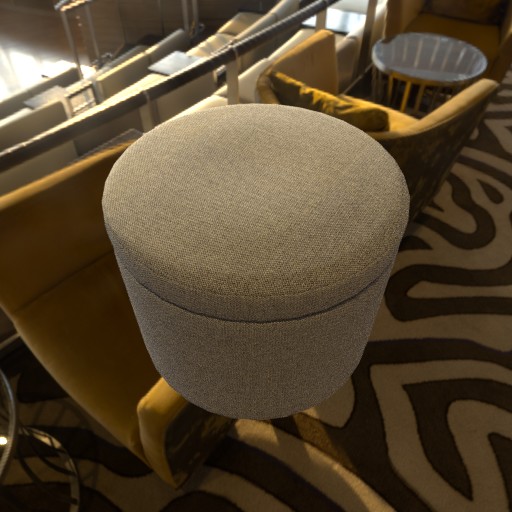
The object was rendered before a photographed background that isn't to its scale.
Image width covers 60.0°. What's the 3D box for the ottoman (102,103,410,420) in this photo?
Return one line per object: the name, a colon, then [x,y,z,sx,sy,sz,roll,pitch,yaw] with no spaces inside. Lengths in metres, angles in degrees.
ottoman: [0.000,0.000,0.869,0.500,0.419,0.500,0,47,0]
